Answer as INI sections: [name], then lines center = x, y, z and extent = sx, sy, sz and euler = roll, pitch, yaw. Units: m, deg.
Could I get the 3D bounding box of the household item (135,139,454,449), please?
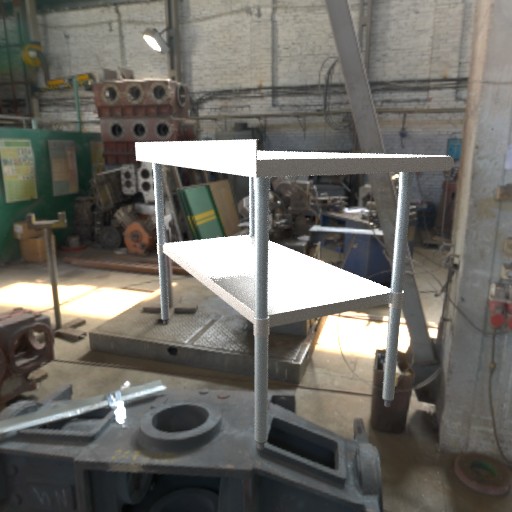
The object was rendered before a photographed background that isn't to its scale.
[household item]
center = 0.000, 0.000, 1.705
extent = 0.610, 0.851, 1.219
euler = -7, 16, -26
